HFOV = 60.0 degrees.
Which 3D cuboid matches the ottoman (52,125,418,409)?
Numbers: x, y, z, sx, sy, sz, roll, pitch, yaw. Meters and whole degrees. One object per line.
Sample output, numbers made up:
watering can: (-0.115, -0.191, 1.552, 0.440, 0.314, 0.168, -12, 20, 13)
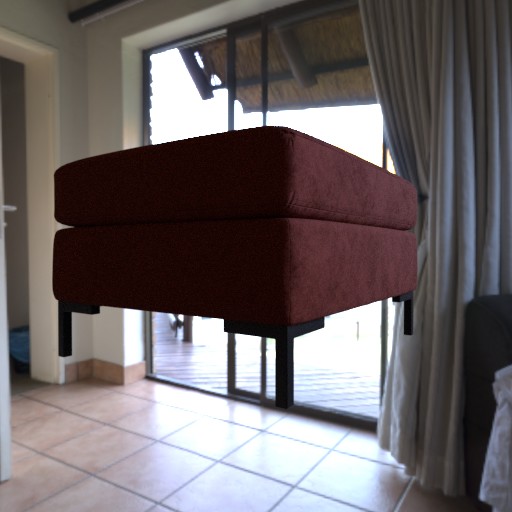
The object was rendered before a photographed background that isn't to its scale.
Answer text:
ottoman: (0.000, 0.000, 1.156, 0.650, 0.462, 0.782, 1, 1, 34)
